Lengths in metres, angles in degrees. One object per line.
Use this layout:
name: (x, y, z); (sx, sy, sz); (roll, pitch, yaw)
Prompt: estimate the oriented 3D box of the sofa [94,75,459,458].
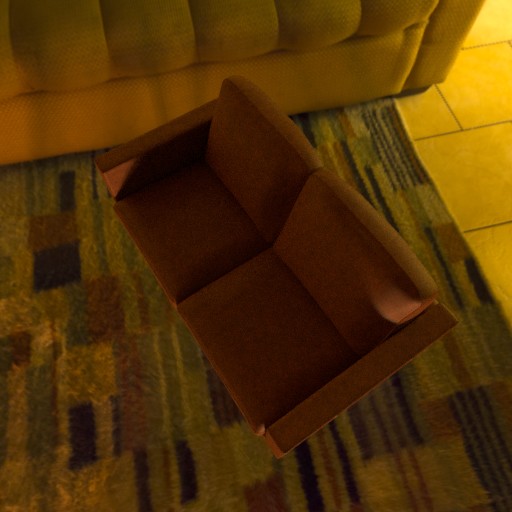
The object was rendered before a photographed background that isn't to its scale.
sofa: (0.000, 0.000, 2.134); (0.909, 0.951, 1.578); (-31, 68, -14)
